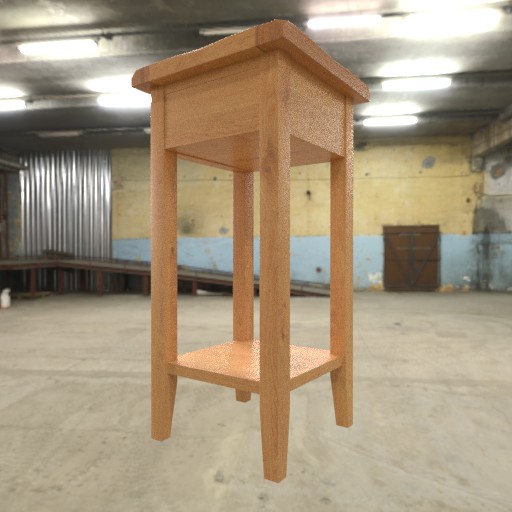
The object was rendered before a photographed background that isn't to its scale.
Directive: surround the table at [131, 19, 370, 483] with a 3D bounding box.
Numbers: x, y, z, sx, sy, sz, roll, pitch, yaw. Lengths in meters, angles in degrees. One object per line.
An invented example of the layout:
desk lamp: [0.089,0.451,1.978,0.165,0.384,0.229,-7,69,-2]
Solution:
table: [0.000,0.000,0.933,0.360,0.740,0.360,0,1,35]
